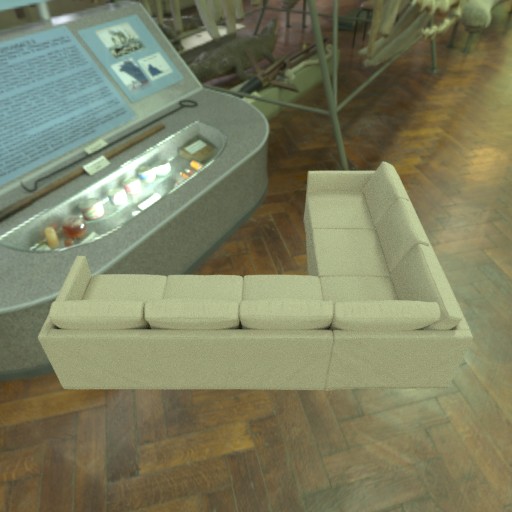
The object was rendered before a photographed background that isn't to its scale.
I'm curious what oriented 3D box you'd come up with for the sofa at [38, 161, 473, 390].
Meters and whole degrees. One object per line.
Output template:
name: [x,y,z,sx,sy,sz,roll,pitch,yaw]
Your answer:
sofa: [0.000,0.000,4.282,3.182,0.871,2.432,0,40,0]
